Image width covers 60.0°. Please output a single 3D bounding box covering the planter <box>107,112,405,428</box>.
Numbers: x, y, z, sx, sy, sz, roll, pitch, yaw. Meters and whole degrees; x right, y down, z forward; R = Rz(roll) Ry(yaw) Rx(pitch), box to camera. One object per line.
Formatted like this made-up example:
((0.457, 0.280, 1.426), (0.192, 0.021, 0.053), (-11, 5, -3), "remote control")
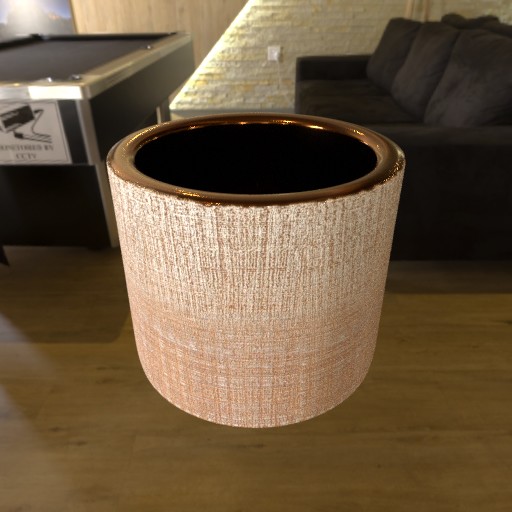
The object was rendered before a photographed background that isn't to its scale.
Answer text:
((0.000, 0.000, 0.308), (0.177, 0.157, 0.177), (0, 31, 0), "planter")
